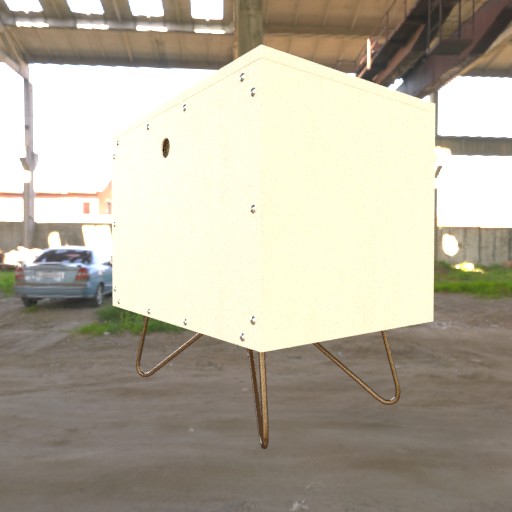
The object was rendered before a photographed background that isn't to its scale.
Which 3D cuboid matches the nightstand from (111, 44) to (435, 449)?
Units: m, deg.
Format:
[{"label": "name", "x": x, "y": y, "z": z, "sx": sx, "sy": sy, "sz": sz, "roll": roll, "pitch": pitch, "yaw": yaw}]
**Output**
[{"label": "nightstand", "x": 0.000, "y": 0.000, "z": 0.998, "sx": 0.447, "sy": 0.604, "sz": 0.614, "roll": -1, "pitch": 2, "yaw": -37}]
